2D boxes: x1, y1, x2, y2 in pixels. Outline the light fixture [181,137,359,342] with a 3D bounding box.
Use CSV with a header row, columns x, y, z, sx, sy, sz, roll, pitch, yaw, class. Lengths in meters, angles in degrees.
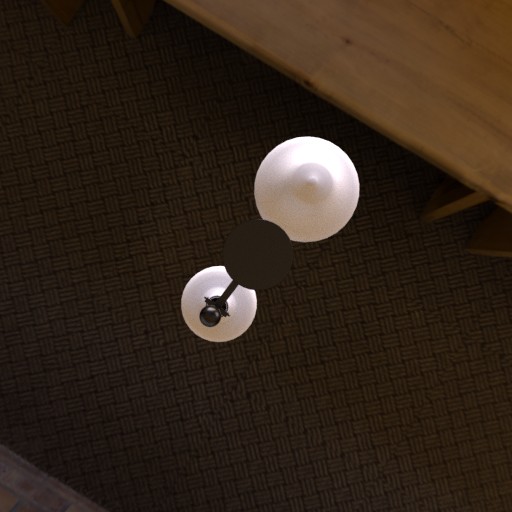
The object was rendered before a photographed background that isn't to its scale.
x,y,z,sx,sy,sz,roll,pitch,yaw,class
0.000,0.000,1.009,0.422,0.743,0.489,0,90,0,light fixture
